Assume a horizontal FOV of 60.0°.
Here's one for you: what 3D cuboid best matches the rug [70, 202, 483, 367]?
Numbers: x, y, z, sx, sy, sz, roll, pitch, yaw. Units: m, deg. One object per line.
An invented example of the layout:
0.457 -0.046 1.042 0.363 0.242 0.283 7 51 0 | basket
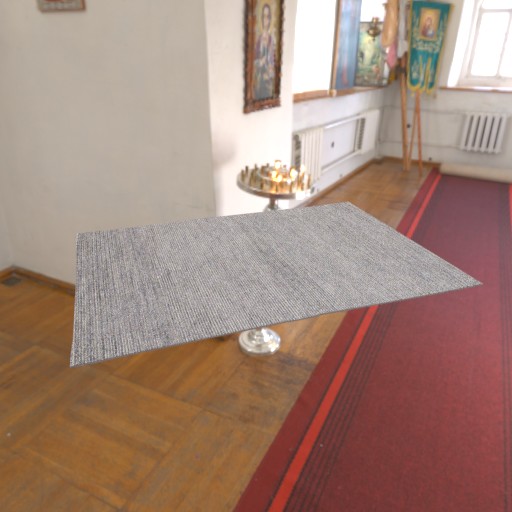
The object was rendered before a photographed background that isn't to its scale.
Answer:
0.000 0.000 2.967 2.307 0.030 1.604 -8 27 -17 | rug
